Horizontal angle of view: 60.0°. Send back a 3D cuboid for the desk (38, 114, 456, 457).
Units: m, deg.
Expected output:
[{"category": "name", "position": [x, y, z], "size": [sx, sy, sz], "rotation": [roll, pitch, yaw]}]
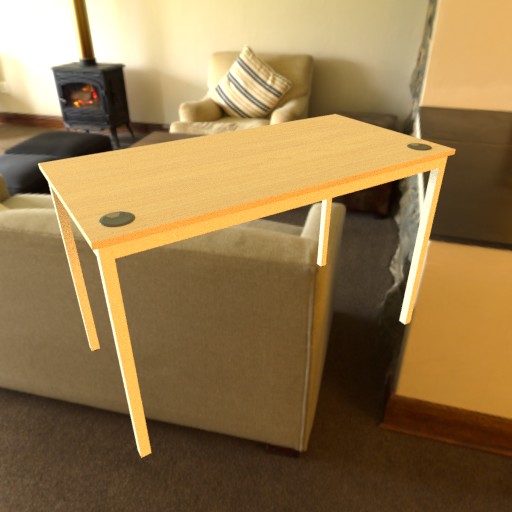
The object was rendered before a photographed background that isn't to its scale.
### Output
[{"category": "desk", "position": [0.000, 0.000, 1.608], "size": [1.200, 0.750, 0.600], "rotation": [-18, 35, -28]}]
